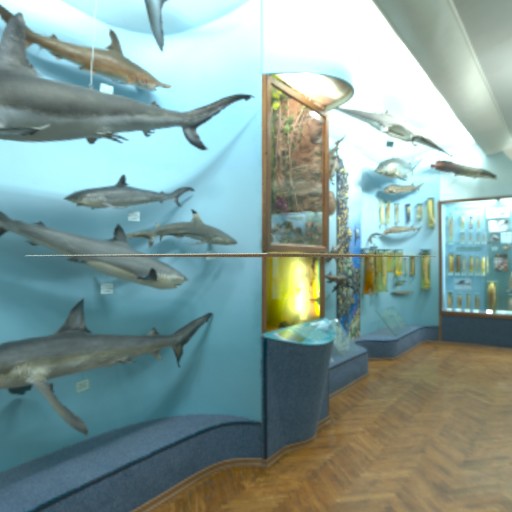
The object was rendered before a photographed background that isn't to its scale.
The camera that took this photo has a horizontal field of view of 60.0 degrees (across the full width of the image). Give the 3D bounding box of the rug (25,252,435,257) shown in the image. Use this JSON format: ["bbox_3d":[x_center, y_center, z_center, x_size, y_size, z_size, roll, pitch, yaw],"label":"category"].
[{"bbox_3d":[0.000,0.000,4.173,2.451,0.008,3.143,0,0,37],"label":"rug"}]
